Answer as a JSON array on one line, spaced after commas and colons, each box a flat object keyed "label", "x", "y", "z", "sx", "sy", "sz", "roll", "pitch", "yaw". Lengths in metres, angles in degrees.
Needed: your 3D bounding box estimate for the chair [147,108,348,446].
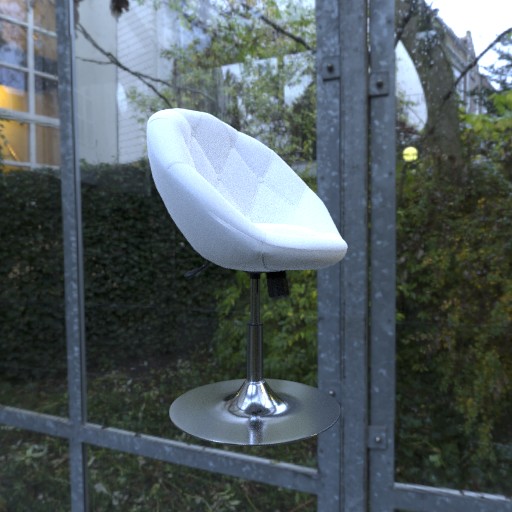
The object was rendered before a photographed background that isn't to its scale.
[{"label": "chair", "x": 0.000, "y": 0.000, "z": 1.831, "sx": 0.736, "sy": 1.261, "sz": 0.940, "roll": 2, "pitch": 3, "yaw": 35}]
